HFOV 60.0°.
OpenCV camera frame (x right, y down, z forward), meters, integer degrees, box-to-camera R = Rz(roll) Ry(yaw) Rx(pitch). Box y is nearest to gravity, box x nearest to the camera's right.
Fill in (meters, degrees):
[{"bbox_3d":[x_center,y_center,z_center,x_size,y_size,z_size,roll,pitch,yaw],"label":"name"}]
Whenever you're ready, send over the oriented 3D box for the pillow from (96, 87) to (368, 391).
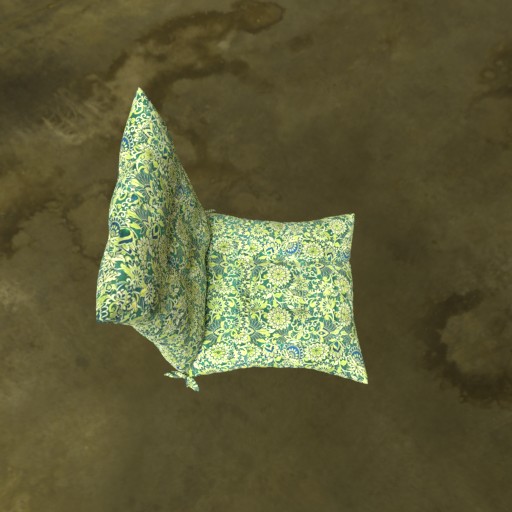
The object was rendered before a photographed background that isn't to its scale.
[{"bbox_3d":[0.000,0.000,1.040,0.585,0.536,0.541,1,64,0],"label":"pillow"}]
